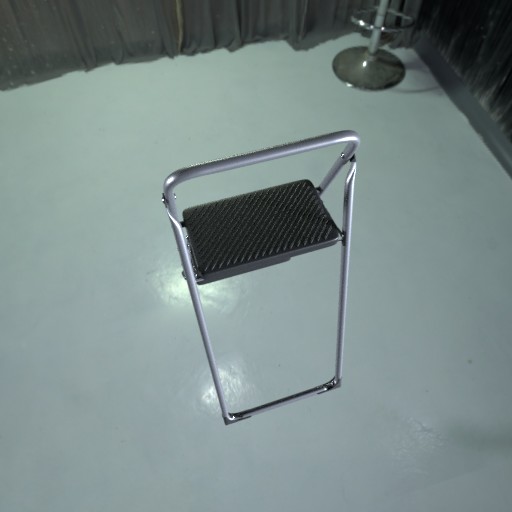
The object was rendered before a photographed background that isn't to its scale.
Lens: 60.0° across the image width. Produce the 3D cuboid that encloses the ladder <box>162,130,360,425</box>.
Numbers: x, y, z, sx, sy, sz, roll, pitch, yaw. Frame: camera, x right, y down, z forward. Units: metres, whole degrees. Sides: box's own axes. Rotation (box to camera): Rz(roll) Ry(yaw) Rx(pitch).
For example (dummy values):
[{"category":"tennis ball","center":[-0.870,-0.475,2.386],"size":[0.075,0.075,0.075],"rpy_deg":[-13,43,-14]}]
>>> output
[{"category":"ladder","center":[0.000,0.000,1.258],"size":[0.430,0.945,0.629],"rpy_deg":[-15,58,-10]}]
